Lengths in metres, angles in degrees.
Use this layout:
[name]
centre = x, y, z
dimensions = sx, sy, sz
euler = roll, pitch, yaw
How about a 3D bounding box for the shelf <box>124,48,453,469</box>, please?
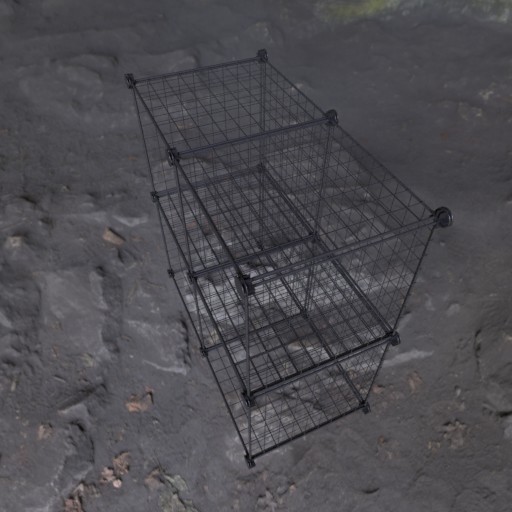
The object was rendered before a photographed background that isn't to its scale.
[shelf]
centre = 0.000, 0.000, 1.113
dimensions = 0.356, 0.711, 0.711
euler = -18, 49, -16
